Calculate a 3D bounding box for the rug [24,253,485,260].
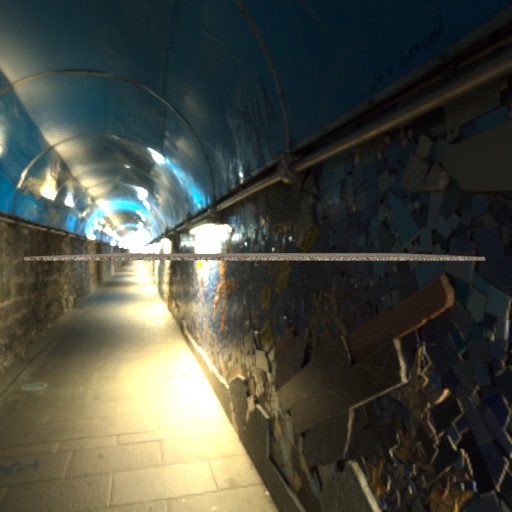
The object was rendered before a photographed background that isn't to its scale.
[{"bbox_3d":[0.000,0.000,2.241,1.761,0.014,1.143,0,1,1],"label":"rug"}]
